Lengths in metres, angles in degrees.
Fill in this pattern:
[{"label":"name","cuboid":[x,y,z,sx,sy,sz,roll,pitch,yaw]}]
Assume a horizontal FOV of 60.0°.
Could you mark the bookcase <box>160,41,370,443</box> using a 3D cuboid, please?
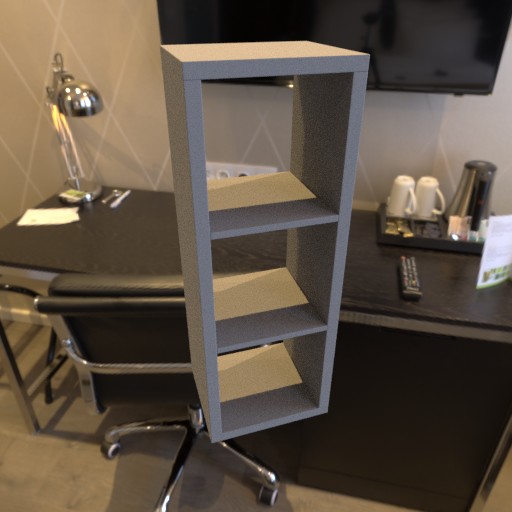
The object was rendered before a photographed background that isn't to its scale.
[{"label":"bookcase","cuboid":[0.000,0.000,1.273,0.390,1.080,0.330,-9,32,-15]}]
